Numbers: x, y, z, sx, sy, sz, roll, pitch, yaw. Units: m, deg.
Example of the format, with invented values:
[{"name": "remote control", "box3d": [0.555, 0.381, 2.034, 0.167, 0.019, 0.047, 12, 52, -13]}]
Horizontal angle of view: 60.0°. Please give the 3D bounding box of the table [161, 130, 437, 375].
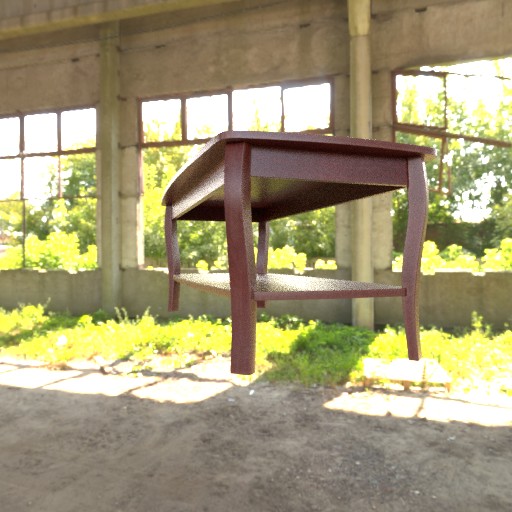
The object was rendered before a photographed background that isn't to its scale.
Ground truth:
[{"name": "table", "box3d": [0.000, 0.000, 1.471, 0.561, 0.473, 1.216, 0, 0, -18]}]
